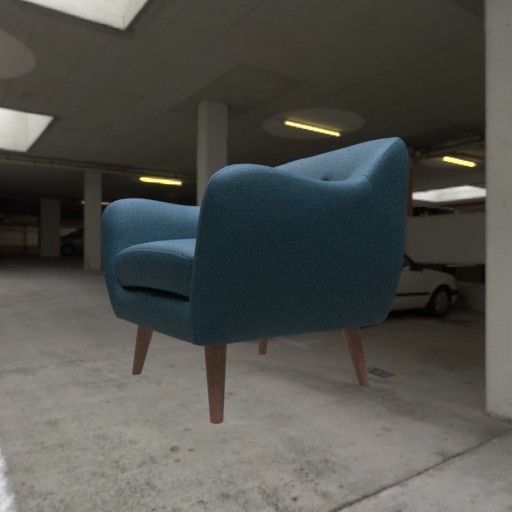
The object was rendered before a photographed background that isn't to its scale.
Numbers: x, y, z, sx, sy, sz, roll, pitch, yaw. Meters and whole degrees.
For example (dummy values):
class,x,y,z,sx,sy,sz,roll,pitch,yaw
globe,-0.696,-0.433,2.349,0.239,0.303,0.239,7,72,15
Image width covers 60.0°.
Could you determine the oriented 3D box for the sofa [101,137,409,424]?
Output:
class,x,y,z,sx,sy,sz,roll,pitch,yaw
sofa,0.000,0.000,1.498,0.825,0.817,0.836,0,0,-36
